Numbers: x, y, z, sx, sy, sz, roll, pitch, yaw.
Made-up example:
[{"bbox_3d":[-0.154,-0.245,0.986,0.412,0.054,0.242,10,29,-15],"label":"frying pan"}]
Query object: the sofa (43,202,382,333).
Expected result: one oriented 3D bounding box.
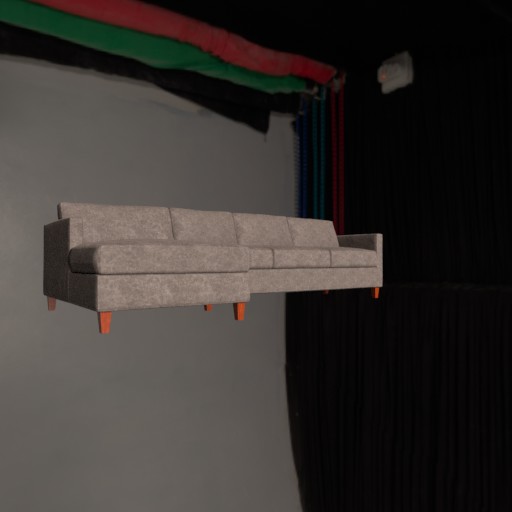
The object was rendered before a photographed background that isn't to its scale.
[{"bbox_3d":[0.000,0.000,4.242,3.471,0.954,1.606,0,-1,-36],"label":"sofa"}]
